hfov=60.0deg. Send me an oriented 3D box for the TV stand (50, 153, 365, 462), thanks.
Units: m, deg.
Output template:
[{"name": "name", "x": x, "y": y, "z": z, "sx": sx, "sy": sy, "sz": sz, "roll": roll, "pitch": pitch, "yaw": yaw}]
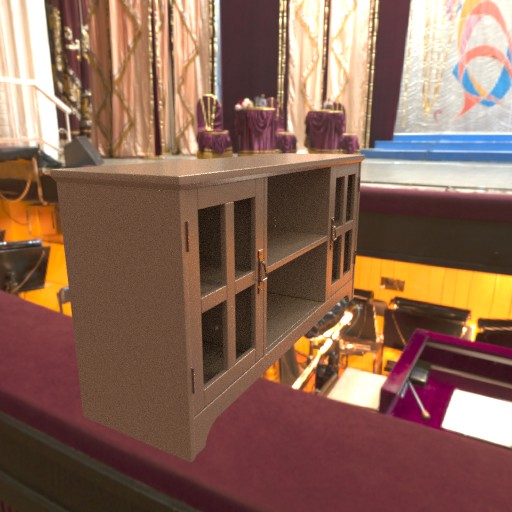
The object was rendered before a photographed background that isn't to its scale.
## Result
[{"name": "TV stand", "x": 0.000, "y": 0.000, "z": 1.423, "sx": 0.344, "sy": 0.603, "sz": 1.167, "roll": 8, "pitch": 17, "yaw": 28}]
